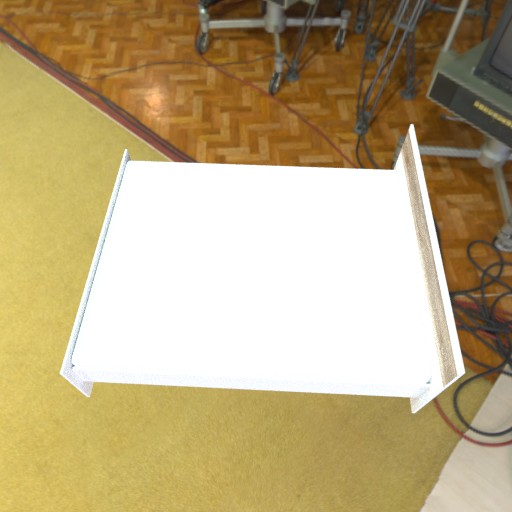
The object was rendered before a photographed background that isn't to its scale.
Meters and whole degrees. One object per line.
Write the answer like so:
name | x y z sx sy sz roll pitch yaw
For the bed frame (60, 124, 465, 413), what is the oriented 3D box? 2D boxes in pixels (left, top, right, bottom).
bed frame | 0.000 0.000 2.914 2.060 0.800 1.720 2 57 2
